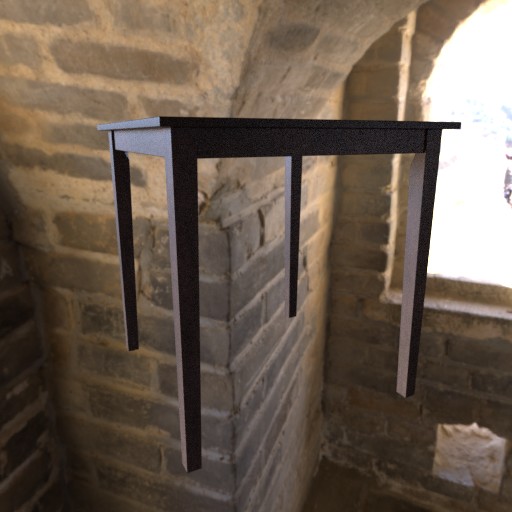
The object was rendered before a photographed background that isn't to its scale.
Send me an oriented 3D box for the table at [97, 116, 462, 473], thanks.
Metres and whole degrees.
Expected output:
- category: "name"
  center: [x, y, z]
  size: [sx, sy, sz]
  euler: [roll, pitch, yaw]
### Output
- category: "table"
  center: [0.000, 0.000, 1.345]
  size: [0.749, 0.770, 0.749]
  euler: [-8, 17, -26]
